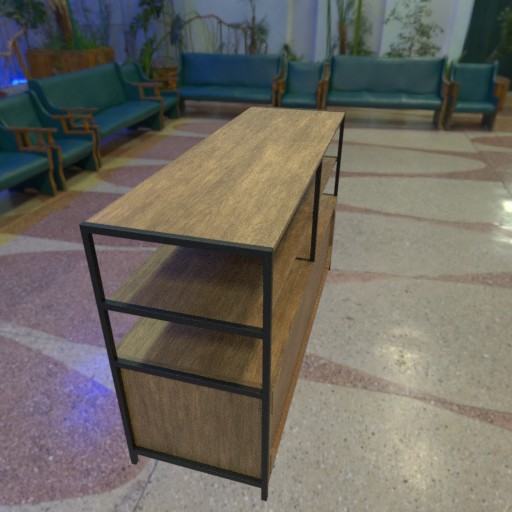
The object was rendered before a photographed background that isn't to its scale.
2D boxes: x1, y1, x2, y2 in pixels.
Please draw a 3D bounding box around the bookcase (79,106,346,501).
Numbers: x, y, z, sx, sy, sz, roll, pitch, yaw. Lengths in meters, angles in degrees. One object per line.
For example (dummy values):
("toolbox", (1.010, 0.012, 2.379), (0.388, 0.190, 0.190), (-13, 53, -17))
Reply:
("bookcase", (0.000, 0.000, 1.448), (0.391, 0.712, 1.149), (8, 31, 14))
